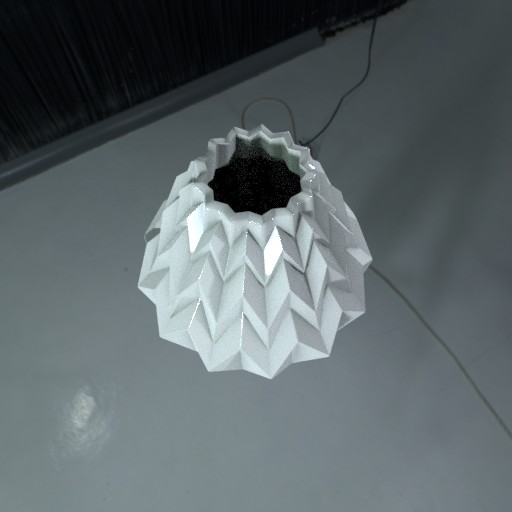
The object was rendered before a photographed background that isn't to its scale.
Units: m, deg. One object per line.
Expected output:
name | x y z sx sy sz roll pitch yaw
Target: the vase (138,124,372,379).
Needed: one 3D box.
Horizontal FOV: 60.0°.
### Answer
vase | 0.000 0.000 0.303 0.164 0.185 0.164 0 63 0
